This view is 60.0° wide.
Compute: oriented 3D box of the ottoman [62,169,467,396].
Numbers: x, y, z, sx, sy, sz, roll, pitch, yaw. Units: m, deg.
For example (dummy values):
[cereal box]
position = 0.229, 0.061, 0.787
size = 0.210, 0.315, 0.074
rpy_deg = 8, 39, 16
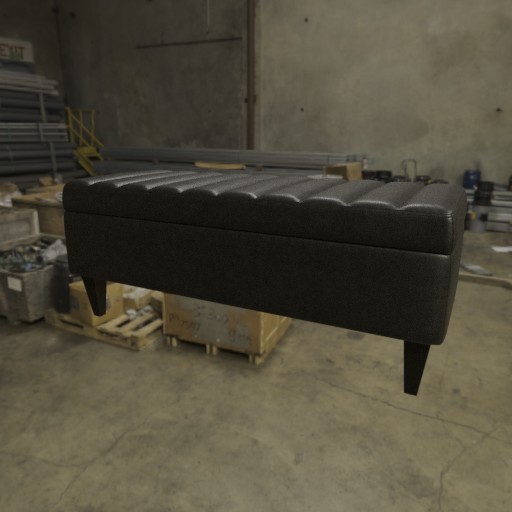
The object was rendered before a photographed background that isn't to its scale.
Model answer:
[ottoman]
position = 0.000, 0.000, 1.388
size = 1.151, 0.469, 0.482
rpy_deg = 8, 18, 26
